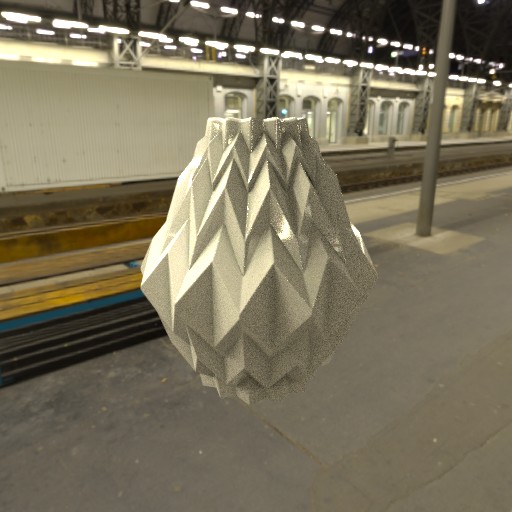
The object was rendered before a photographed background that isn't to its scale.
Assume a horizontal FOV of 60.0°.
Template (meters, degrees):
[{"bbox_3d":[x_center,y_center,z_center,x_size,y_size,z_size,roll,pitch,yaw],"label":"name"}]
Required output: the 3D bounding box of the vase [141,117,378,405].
[{"bbox_3d":[0.000,0.000,0.311,0.164,0.185,0.164,0,17,0],"label":"vase"}]
